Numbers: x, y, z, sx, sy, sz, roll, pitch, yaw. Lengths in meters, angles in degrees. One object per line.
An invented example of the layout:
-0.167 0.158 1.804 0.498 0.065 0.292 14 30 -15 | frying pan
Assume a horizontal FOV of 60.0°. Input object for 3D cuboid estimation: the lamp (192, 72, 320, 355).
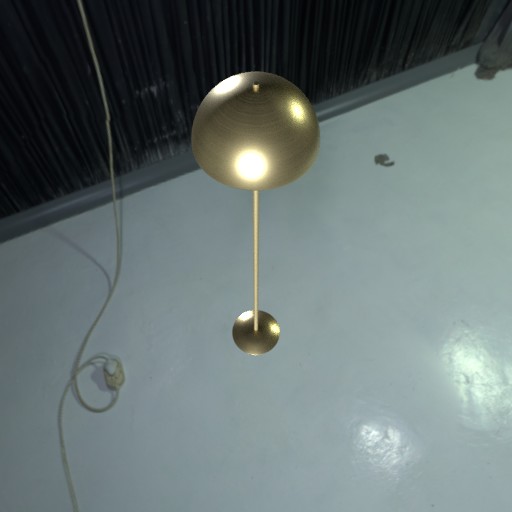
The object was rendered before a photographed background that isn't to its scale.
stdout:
0.000 0.000 1.621 0.328 1.480 0.328 -29 63 -16 | lamp
